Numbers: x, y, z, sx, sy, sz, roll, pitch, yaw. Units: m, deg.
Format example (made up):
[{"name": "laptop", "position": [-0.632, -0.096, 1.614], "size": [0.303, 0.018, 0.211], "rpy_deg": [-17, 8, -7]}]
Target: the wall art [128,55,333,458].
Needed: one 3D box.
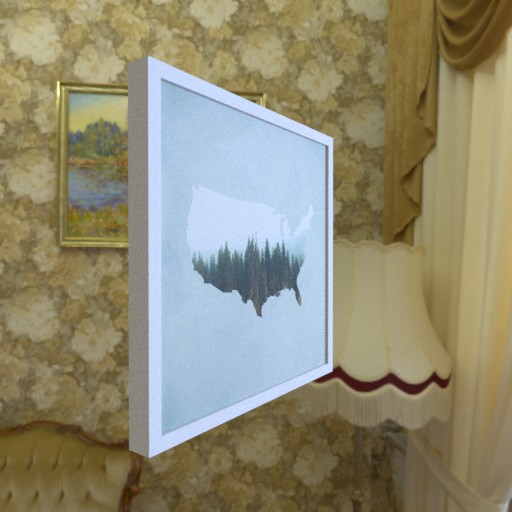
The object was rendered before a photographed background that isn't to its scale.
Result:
[{"name": "wall art", "position": [0.000, 0.000, 0.464], "size": [0.024, 0.304, 0.304], "rpy_deg": [0, 1, 37]}]
